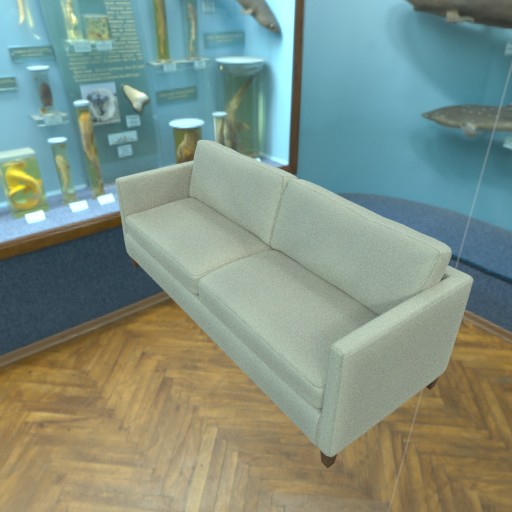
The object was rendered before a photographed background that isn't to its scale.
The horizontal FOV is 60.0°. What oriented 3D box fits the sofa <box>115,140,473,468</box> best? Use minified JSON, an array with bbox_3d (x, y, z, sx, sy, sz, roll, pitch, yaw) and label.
[{"bbox_3d":[0.000,0.000,2.870,0.951,0.968,2.361,-21,37,-31],"label":"sofa"}]
